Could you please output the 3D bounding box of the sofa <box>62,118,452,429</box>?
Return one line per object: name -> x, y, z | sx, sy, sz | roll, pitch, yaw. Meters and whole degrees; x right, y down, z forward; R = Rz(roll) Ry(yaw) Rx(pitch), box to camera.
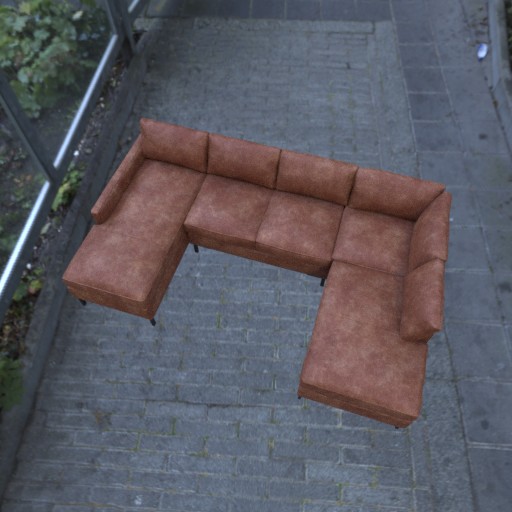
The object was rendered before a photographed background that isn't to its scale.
sofa -> 0.000, 0.000, 3.798 | 2.956, 0.900, 1.939 | 15, 59, 9
